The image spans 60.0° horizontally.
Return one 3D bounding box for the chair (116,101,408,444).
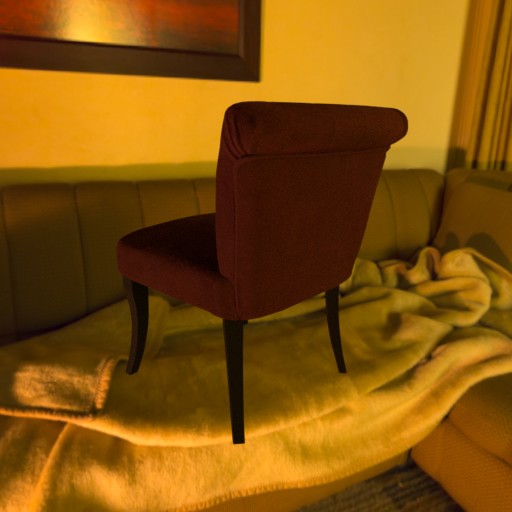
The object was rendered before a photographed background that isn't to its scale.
[{"bbox_3d":[0.000,0.000,1.178,0.605,0.750,0.582,16,23,42],"label":"chair"}]
